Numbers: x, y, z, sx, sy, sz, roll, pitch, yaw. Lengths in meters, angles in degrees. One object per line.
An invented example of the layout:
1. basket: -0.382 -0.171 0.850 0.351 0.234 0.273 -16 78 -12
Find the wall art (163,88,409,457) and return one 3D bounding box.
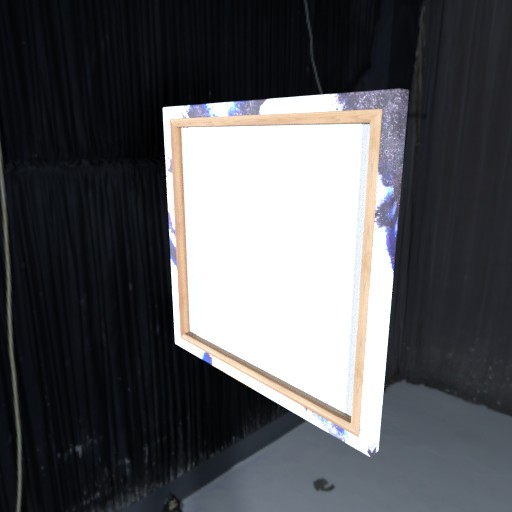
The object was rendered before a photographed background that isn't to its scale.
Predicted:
1. wall art: 0.000 0.000 1.334 0.038 0.885 0.887 -14 21 -42
